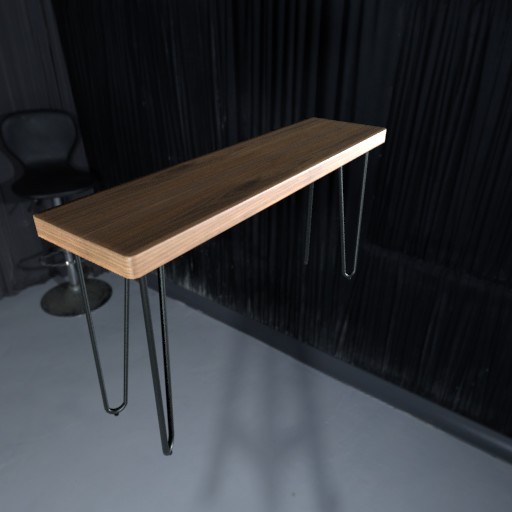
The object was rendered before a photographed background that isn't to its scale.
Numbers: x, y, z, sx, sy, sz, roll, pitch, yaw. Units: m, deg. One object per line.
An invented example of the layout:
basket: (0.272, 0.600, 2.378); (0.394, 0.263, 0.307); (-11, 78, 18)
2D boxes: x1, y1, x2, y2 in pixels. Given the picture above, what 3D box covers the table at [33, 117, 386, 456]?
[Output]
table: (0.000, 0.000, 1.885); (0.425, 0.834, 1.570); (20, 35, 31)
